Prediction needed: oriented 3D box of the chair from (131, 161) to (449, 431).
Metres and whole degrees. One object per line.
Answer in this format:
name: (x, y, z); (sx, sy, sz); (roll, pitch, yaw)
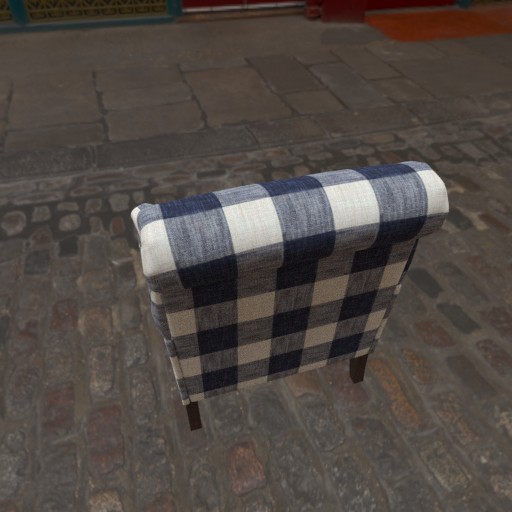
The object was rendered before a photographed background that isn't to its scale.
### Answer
chair: (0.000, 0.000, 1.558); (0.781, 0.953, 0.848); (-12, 43, -13)
